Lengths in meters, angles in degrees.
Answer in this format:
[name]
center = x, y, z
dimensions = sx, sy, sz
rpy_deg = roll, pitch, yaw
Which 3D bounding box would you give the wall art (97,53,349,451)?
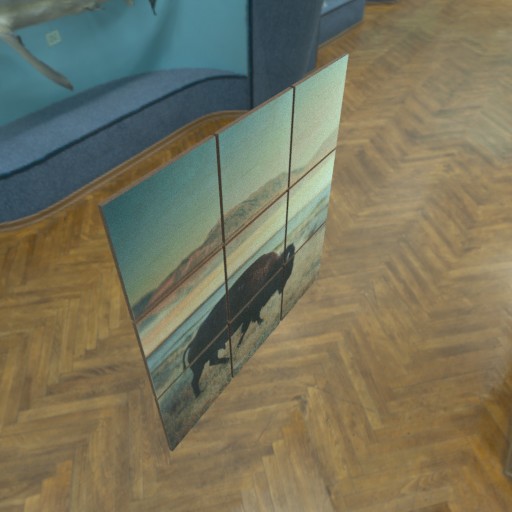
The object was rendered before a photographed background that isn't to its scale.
[wall art]
center = 0.000, 0.000, 1.306
dimensions = 0.018, 0.904, 0.906
rpy_deg = 25, 48, 25
